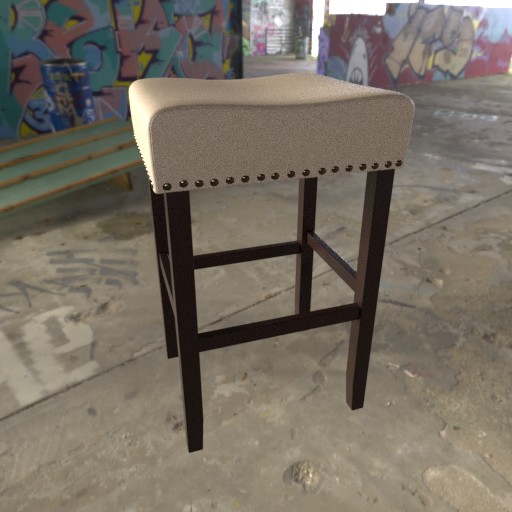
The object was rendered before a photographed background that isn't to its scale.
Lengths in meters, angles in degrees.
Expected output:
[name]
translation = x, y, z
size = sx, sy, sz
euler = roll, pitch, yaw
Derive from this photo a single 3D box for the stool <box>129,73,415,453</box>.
[stool]
translation = 0.000, 0.000, 1.046
size = 0.471, 0.762, 0.401
euler = -9, 29, -16
